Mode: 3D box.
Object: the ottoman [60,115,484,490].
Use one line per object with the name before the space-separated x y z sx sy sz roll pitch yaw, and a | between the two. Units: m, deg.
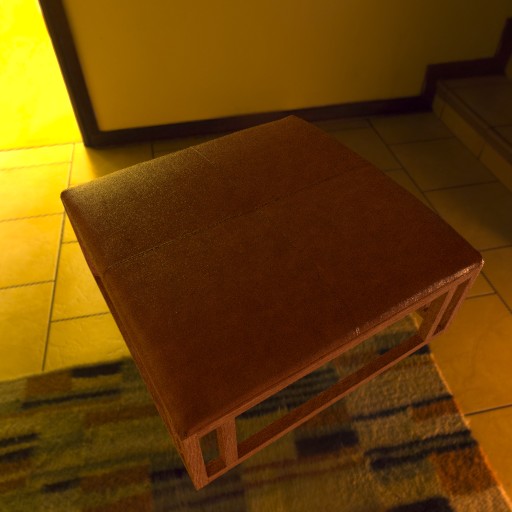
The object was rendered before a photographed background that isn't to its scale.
ottoman | 0.000 0.000 1.556 1.016 0.442 1.013 -24 51 -21
